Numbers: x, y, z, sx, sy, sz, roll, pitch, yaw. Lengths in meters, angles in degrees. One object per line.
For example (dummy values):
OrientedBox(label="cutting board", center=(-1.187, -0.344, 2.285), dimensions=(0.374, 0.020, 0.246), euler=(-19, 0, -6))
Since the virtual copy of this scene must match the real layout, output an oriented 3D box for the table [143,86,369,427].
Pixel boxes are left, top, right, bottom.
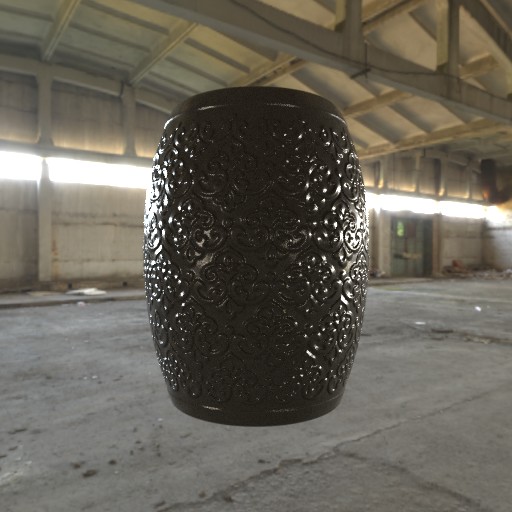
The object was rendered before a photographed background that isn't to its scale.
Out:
OrientedBox(label="table", center=(0.000, 0.000, 0.625), dimensions=(0.309, 0.397, 0.309), euler=(0, 0, 0))
